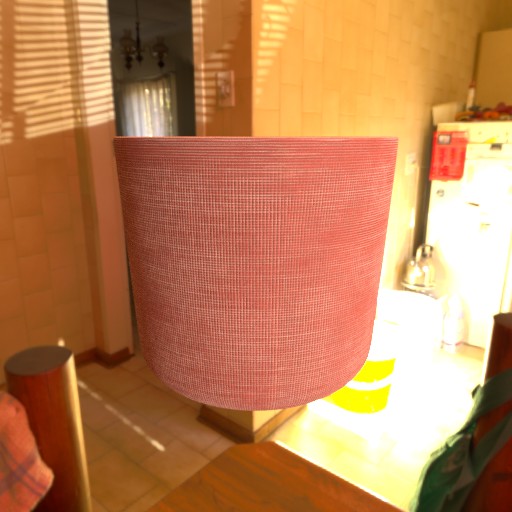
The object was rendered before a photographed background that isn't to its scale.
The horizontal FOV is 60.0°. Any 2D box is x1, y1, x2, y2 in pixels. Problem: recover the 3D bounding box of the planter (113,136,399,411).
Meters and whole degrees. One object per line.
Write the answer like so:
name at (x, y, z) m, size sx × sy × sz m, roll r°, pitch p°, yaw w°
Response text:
planter at (0.000, 0.000, 0.767) m, size 0.440 × 0.398 × 0.440 m, roll 0°, pitch 15°, yaw 0°
